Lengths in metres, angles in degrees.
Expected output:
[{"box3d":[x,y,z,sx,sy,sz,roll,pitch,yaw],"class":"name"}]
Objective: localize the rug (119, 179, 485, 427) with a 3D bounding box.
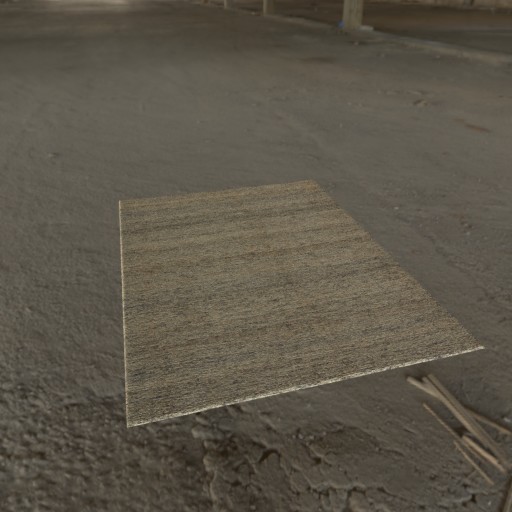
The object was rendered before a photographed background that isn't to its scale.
[{"box3d":[0.000,0.000,4.115,2.414,0.036,3.199,-8,33,-13],"class":"rug"}]
